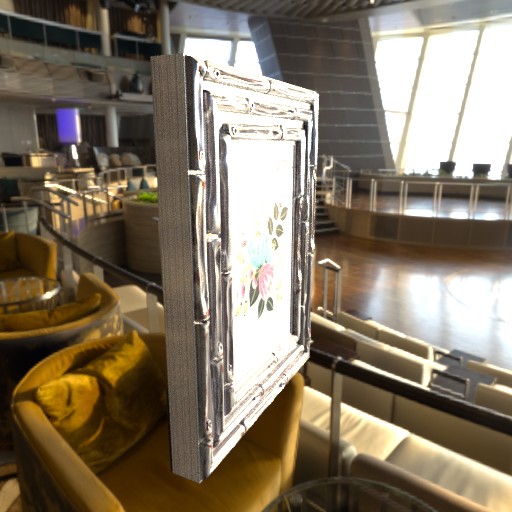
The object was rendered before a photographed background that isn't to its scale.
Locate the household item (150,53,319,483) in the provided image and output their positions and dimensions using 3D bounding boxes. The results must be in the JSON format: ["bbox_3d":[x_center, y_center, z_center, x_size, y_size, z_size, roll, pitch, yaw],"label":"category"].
[{"bbox_3d":[0.000,0.000,0.288,0.025,0.216,0.165,7,16,26],"label":"household item"}]
